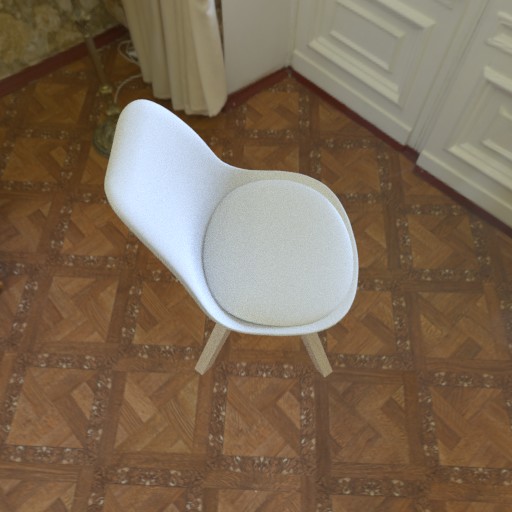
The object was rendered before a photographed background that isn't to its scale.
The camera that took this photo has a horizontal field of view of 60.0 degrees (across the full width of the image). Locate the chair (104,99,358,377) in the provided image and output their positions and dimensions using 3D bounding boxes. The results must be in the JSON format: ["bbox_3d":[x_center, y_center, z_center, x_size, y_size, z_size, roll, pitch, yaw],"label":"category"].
[{"bbox_3d":[0.000,0.000,1.204,0.550,0.850,0.485,1,62,0],"label":"chair"}]
